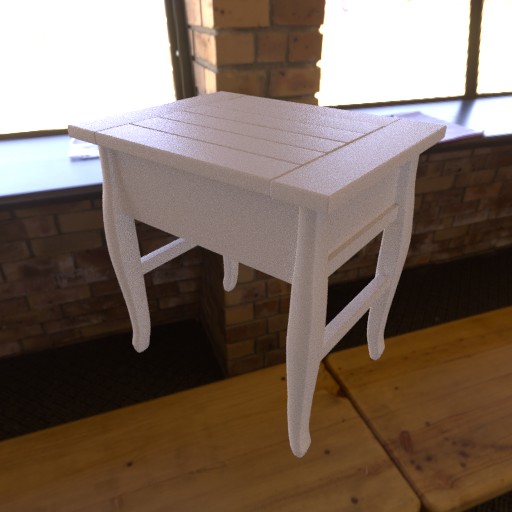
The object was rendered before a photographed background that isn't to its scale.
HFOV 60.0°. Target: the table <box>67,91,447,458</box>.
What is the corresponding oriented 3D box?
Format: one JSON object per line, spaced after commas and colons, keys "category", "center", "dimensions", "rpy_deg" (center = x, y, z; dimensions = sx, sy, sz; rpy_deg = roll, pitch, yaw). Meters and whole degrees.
{"category": "table", "center": [0.000, 0.000, 1.030], "dimensions": [0.599, 0.605, 0.463], "rpy_deg": [22, 37, 32]}
